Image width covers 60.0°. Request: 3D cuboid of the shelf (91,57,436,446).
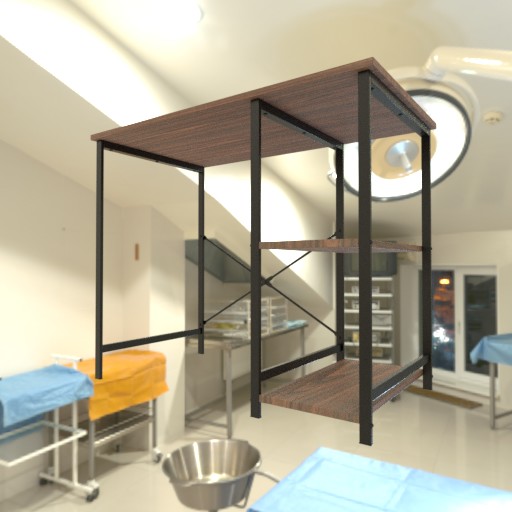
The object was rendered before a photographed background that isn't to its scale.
[{"bbox_3d":[0.000,0.000,1.307,0.902,0.750,0.498,-1,-1,35],"label":"shelf"}]
